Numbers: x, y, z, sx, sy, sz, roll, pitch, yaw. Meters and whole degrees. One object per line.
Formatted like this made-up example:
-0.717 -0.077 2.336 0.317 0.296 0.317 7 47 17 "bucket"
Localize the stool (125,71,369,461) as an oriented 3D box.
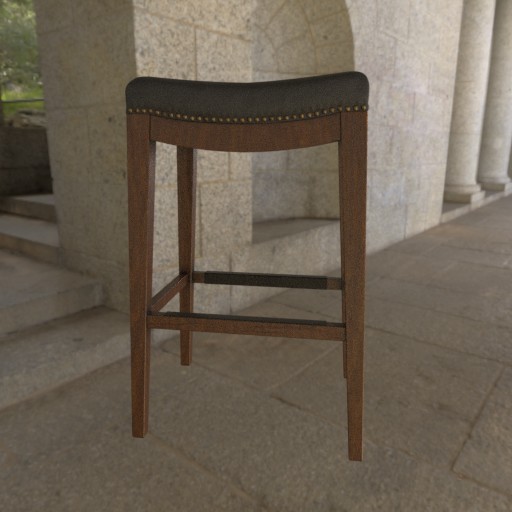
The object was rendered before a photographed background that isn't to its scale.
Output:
0.000 0.000 1.028 0.500 0.765 0.361 2 14 9 "stool"
